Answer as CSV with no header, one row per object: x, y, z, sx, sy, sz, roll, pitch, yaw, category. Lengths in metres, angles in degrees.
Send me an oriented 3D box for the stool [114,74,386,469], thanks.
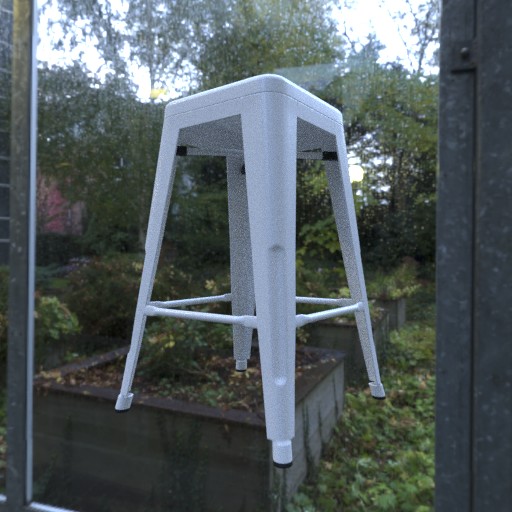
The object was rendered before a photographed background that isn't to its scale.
0.000,0.000,0.913,0.406,0.610,0.406,0,0,37,stool
